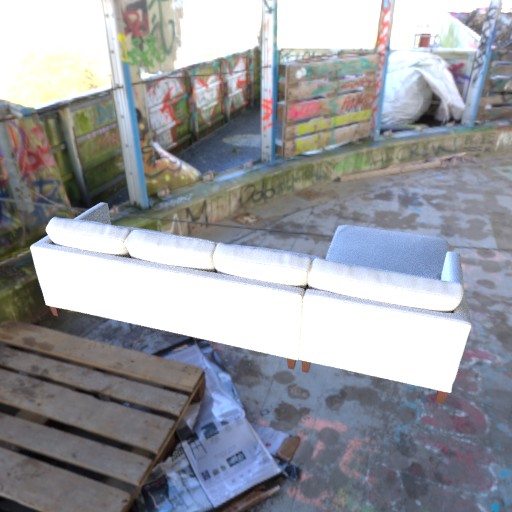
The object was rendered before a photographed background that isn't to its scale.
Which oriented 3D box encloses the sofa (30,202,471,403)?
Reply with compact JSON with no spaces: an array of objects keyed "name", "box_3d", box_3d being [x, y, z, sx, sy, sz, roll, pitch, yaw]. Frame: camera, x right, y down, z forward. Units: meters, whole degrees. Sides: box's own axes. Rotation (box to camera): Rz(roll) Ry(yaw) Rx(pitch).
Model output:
[{"name":"sofa","box_3d":[0.000,0.000,3.795,3.186,0.861,1.625,9,31,15]}]
